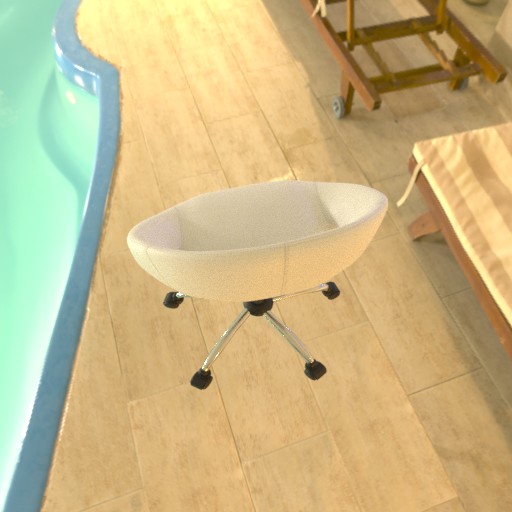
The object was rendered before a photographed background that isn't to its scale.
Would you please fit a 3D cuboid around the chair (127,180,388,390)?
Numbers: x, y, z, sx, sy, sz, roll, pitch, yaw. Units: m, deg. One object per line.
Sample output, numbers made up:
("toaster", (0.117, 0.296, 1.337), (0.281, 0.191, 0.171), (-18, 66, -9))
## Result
("chair", (0.000, 0.000, 1.200), (0.612, 0.791, 0.538), (-11, 59, -7))
